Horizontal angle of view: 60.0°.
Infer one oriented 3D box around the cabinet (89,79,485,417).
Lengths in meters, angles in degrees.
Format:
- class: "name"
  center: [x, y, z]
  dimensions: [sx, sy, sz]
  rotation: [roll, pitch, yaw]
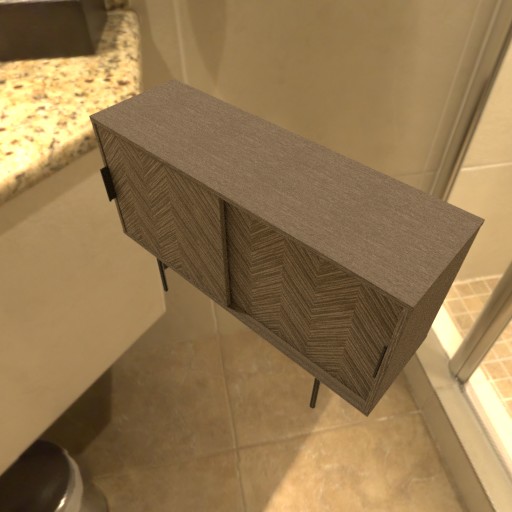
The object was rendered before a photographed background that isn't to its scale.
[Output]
- class: "cabinet"
  center: [0.000, 0.000, 1.576]
  dimensions: [1.194, 0.787, 0.405]
  rotation: [33, 55, 27]
